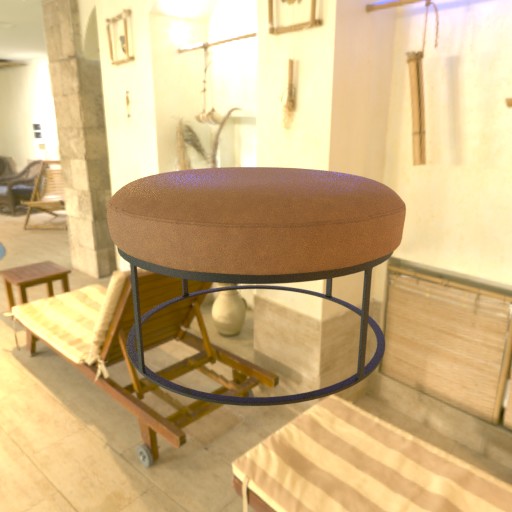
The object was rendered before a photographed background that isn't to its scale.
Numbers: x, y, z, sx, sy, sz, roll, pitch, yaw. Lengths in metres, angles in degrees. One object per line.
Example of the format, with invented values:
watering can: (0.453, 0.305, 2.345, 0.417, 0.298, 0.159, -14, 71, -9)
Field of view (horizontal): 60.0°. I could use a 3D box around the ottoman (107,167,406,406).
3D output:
ottoman: (0.000, 0.000, 1.244, 0.771, 0.460, 0.771, 0, 16, 0)
